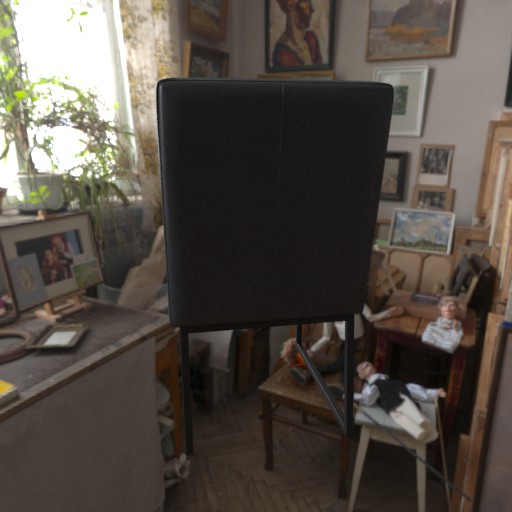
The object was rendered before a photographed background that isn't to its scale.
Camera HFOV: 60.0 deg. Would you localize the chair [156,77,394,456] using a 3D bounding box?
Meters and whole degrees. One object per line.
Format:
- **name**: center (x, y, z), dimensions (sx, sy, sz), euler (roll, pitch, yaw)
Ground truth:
- **chair**: center (0.000, 0.000, 1.320), dimensions (0.520, 0.930, 0.634), euler (-3, 16, -10)
